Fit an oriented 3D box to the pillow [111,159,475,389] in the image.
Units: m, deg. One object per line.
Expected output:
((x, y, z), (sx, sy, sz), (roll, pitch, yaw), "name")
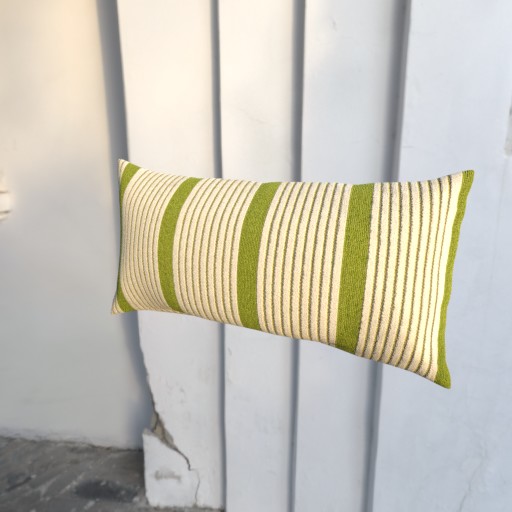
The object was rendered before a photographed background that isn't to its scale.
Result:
((0.000, 0.000, 0.711), (0.608, 0.292, 0.156), (7, 16, 26), "pillow")
